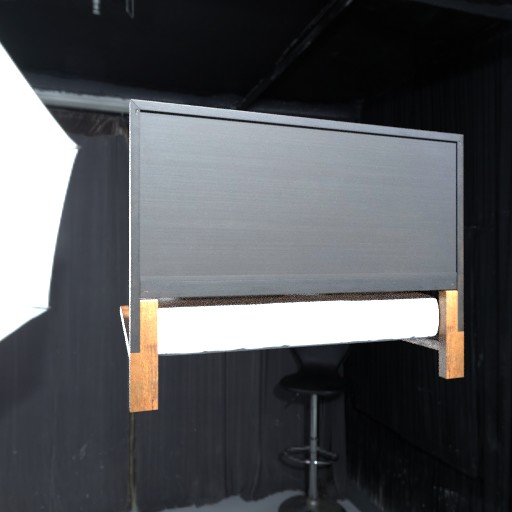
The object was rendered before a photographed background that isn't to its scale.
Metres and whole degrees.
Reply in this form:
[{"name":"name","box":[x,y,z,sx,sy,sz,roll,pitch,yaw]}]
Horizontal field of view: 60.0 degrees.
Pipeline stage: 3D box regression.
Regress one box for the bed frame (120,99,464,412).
[{"name":"bed frame","box":[0.000,0.000,3.554,2.038,1.537,2.235,0,0,-18]}]
